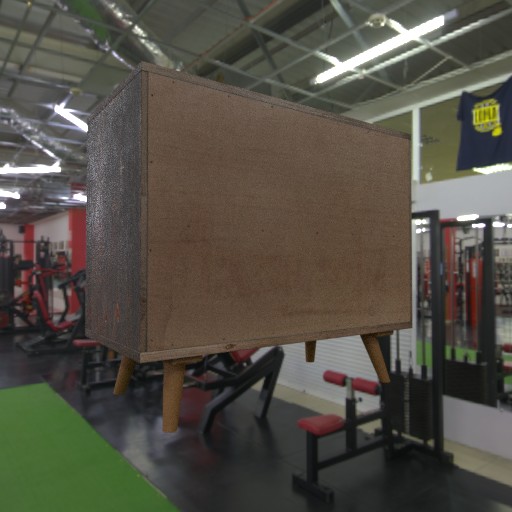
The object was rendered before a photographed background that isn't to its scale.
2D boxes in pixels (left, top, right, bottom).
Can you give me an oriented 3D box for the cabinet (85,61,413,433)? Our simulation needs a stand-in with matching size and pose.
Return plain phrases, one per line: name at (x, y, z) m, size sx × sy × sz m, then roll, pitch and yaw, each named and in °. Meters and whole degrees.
cabinet at (0.000, 0.000, 1.540) m, size 1.023 × 0.897 × 0.529 m, roll 1°, pitch -2°, yaw -35°
